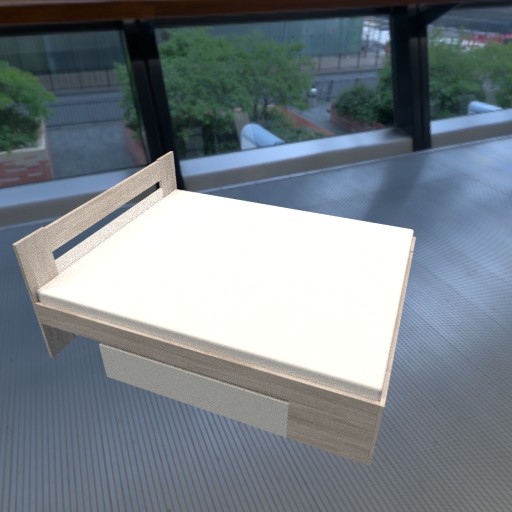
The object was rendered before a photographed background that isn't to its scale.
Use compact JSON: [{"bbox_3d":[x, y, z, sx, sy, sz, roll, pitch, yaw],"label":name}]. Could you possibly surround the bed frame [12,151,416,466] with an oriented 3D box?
[{"bbox_3d":[0.000,0.000,3.127,2.050,0.860,2.040,12,34,18],"label":"bed frame"}]
